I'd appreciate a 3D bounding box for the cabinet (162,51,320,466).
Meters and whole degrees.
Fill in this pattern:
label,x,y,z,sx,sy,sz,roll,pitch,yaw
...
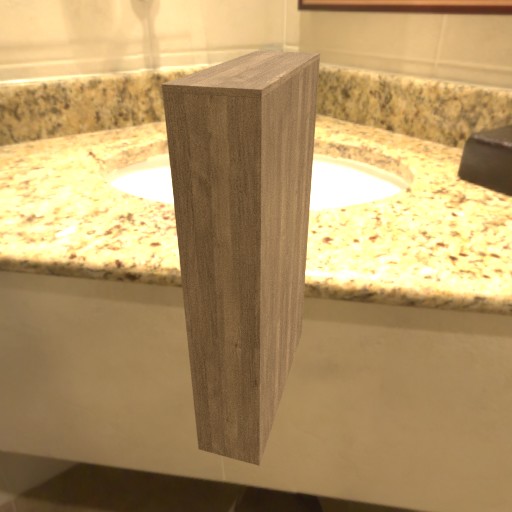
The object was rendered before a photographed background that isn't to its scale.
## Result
label,x,y,z,sx,sy,sz,roll,pitch,yaw
cabinet,0.000,0.000,1.606,0.250,1.280,0.750,9,31,14
